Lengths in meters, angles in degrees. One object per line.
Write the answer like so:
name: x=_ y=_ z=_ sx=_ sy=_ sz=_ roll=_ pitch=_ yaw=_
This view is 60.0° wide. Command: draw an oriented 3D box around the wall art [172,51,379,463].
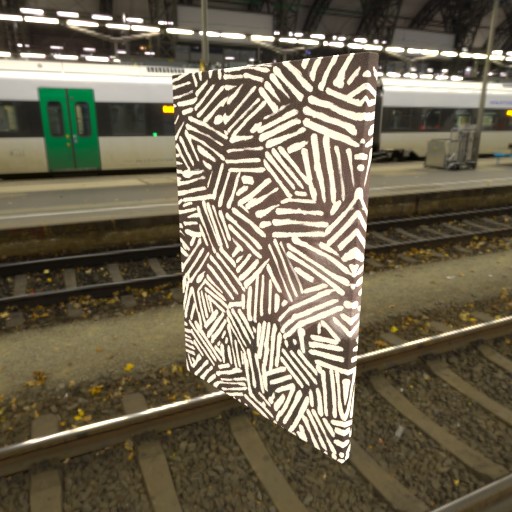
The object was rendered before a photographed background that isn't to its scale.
wall art: x=0.000 y=0.000 z=1.158 sx=0.615 sy=0.918 sz=0.035 roll=16 pitch=23 yaw=42
